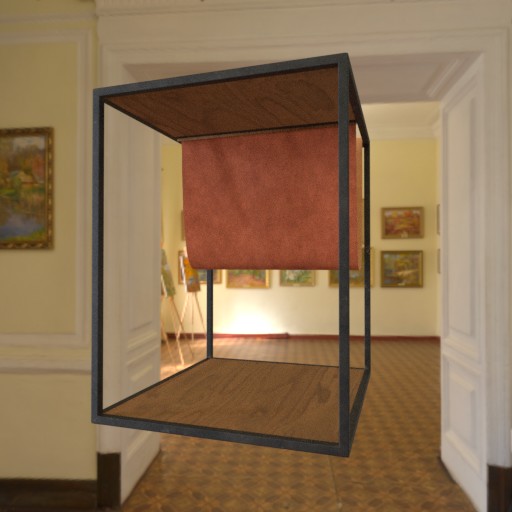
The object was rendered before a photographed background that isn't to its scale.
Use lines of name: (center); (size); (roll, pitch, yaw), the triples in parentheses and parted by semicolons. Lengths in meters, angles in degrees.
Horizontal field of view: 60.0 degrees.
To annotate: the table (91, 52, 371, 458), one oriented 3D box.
table: (0.000, 0.000, 0.852); (0.399, 0.536, 0.450); (0, -1, 18)
